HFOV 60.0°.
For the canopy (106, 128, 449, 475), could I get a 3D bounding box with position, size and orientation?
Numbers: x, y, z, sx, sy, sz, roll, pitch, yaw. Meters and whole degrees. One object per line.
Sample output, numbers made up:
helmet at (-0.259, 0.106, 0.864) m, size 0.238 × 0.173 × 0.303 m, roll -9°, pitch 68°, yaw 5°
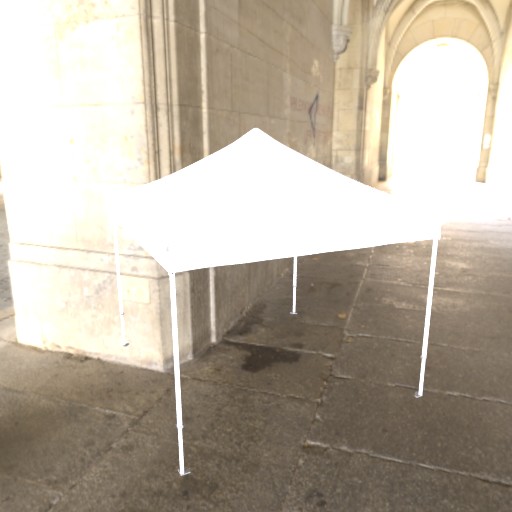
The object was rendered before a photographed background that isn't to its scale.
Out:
canopy at (0.000, 0.000, 5.398) m, size 2.994 × 2.998 × 2.996 m, roll -7°, pitch 16°, yaw -25°
